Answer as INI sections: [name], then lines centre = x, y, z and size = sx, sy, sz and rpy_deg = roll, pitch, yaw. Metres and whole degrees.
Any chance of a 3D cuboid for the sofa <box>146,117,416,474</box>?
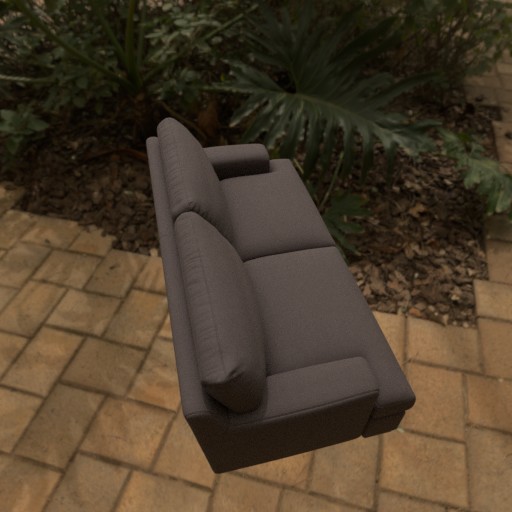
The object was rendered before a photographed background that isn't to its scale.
[sofa]
centre = 0.000, 0.000, 2.824
size = 1.140, 0.950, 2.271
rpy_deg = -10, 47, -10
